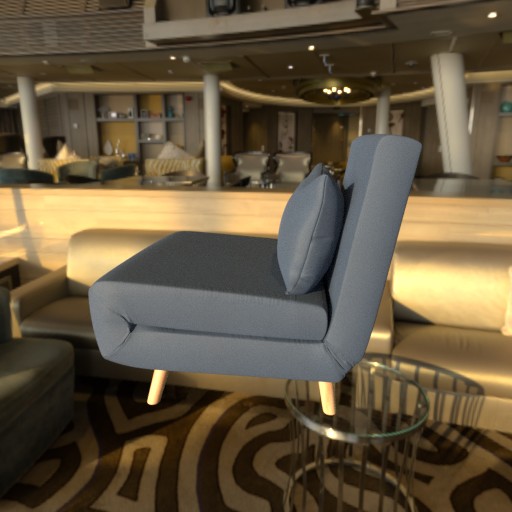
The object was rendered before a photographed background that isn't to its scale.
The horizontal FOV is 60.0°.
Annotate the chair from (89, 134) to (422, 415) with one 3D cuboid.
[{"bbox_3d":[0.000,0.000,1.535,0.900,0.808,0.770,2,14,7],"label":"chair"}]
